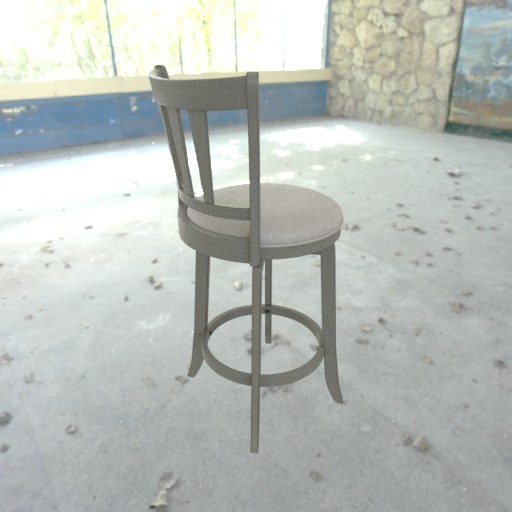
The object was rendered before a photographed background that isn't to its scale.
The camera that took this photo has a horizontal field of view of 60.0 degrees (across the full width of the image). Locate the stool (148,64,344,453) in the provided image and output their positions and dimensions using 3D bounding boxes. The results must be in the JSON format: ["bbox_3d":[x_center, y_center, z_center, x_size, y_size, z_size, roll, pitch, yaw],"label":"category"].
[{"bbox_3d":[0.000,0.000,1.261,0.486,0.994,0.450,-17,30,-31],"label":"stool"}]
